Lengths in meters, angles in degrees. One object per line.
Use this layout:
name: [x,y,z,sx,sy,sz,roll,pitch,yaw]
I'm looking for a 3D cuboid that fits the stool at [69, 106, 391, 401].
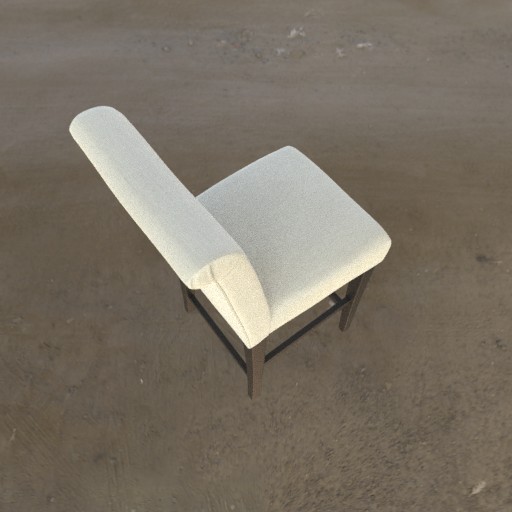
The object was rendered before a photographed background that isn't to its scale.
stool: [0.000,0.000,1.259,0.597,0.976,0.452,-32,63,-19]
